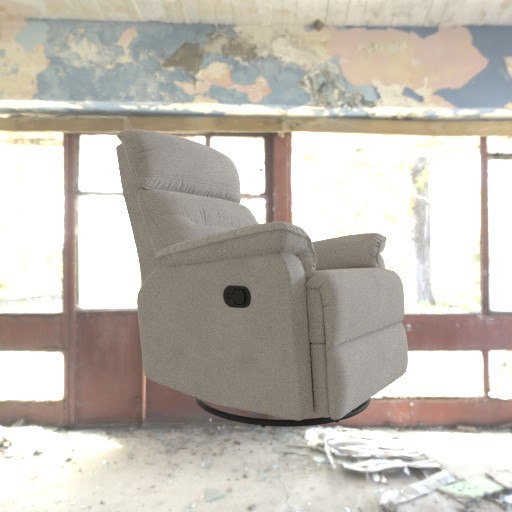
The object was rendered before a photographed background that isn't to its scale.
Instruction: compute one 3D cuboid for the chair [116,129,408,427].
[{"bbox_3d":[0.000,0.000,1.719,1.001,1.039,0.820,0,0,36],"label":"chair"}]
